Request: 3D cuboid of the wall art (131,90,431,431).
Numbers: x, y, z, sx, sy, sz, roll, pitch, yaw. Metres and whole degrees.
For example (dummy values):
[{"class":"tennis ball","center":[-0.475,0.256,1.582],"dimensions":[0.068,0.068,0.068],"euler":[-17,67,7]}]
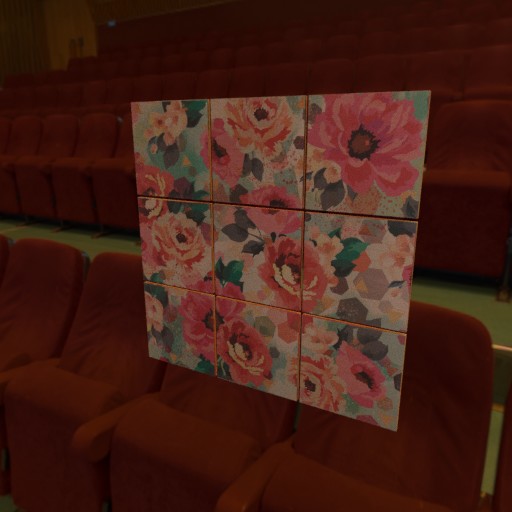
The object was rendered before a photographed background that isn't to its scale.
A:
[{"class":"wall art","center":[0.000,0.000,1.349],"dimensions":[0.911,0.910,0.012],"euler":[8,18,27]}]
